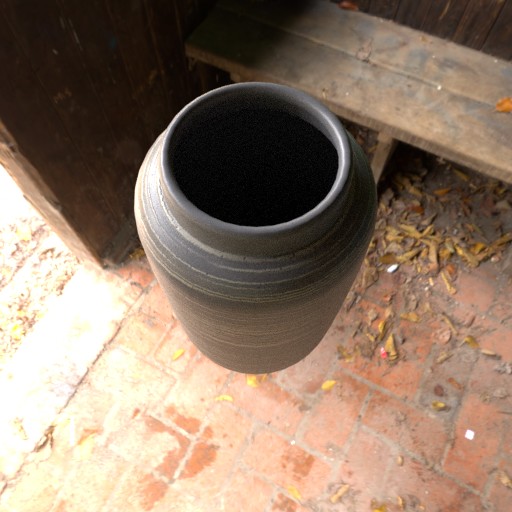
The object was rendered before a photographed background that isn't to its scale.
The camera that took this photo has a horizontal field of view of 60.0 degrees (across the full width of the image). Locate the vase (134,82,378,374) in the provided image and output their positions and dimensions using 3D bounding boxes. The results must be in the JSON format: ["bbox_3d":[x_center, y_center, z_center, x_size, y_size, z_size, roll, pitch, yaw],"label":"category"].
[{"bbox_3d":[0.000,0.000,0.681,0.297,0.499,0.297,0,64,0],"label":"vase"}]
